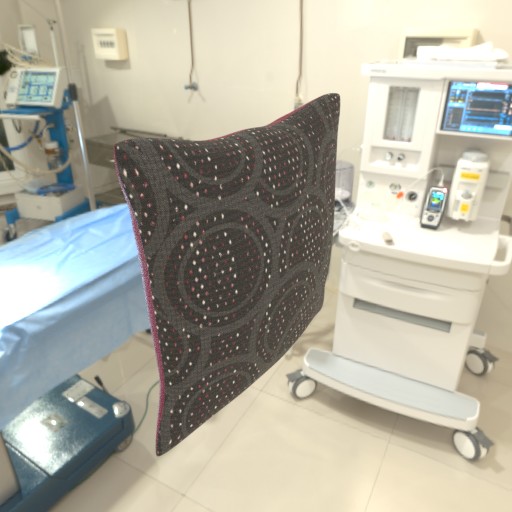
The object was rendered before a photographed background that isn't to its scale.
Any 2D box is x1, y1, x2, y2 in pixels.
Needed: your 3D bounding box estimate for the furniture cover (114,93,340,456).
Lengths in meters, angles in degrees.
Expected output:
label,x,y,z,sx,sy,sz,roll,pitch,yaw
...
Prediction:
label,x,y,z,sx,sy,sz,roll,pitch,yaw
furniture cover,0.000,0.000,0.804,0.193,0.509,0.552,18,32,31
